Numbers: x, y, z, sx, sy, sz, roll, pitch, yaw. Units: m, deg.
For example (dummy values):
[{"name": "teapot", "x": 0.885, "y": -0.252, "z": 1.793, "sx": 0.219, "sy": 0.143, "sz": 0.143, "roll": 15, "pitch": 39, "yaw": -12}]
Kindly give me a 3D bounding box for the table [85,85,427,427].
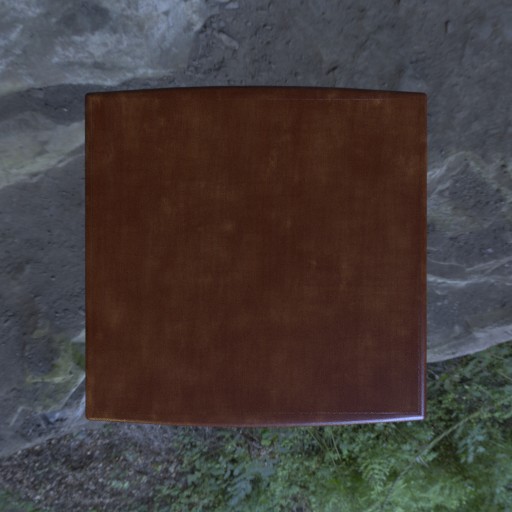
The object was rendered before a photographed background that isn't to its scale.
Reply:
[{"name": "table", "x": 0.000, "y": 0.000, "z": 1.651, "sx": 0.991, "sy": 0.754, "sz": 0.991, "roll": 0, "pitch": 90, "yaw": 0}]
